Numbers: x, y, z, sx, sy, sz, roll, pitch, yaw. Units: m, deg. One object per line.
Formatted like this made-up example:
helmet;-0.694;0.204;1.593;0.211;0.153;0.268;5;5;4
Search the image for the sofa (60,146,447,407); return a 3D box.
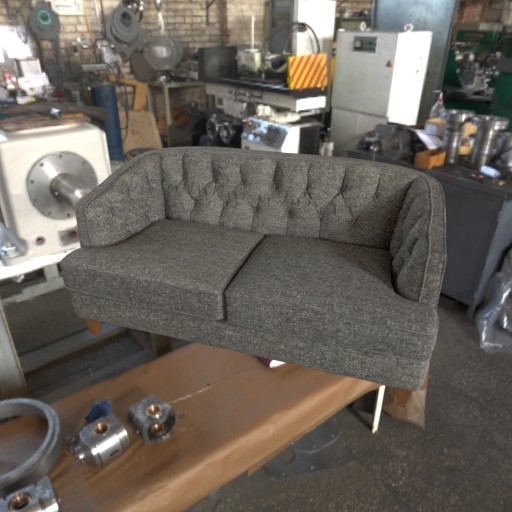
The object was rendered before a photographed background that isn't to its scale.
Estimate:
sofa;0.000;0.000;2.268;1.733;0.855;0.941;9;29;16
